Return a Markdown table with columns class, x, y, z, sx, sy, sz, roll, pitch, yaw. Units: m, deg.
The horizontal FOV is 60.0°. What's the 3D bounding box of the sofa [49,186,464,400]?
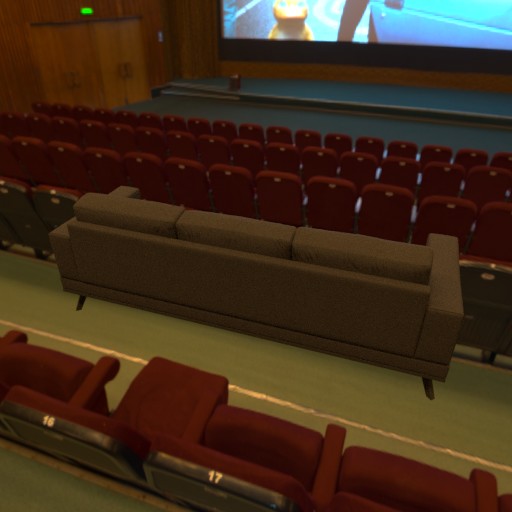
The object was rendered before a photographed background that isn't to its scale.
| class | x | y | z | sx | sy | sz | roll | pitch | yaw |
| --- | --- | --- | --- | --- | --- | --- | --- | --- | --- |
| sofa | 0.000 | 0.000 | 2.747 | 2.310 | 0.810 | 0.920 | 11 | 34 | 16 |
